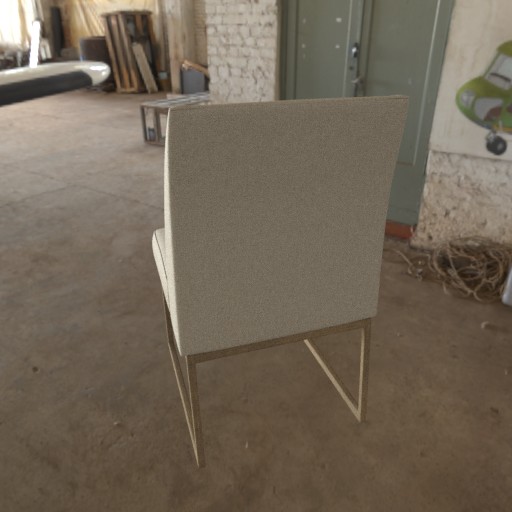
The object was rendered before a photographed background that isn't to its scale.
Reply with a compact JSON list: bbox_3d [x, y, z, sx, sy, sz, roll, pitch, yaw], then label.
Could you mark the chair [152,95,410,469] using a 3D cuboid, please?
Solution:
[{"bbox_3d":[0.000,0.000,1.194,0.508,0.863,0.522,-9,28,-16],"label":"chair"}]
